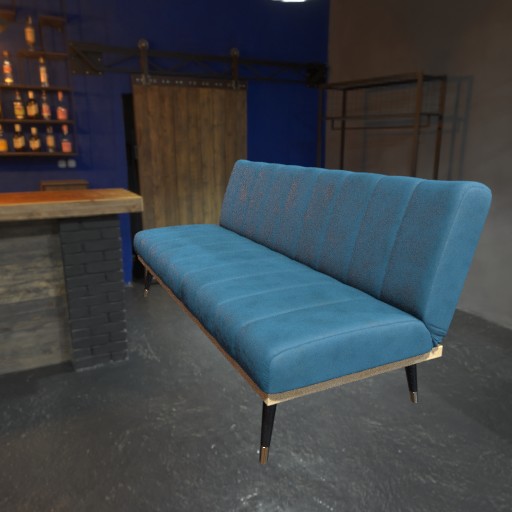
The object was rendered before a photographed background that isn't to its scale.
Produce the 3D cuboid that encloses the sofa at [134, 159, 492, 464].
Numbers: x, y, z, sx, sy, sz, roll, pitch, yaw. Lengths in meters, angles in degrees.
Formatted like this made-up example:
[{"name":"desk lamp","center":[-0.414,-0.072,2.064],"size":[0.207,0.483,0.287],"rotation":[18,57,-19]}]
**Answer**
[{"name":"sofa","center":[0.000,0.000,2.125],"size":[0.830,0.825,1.810],"rotation":[-7,16,-25]}]
